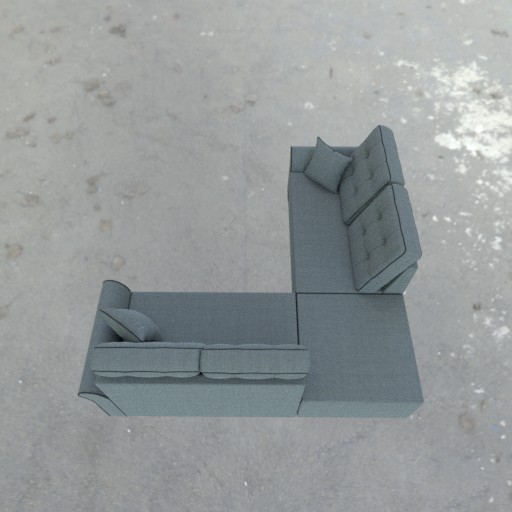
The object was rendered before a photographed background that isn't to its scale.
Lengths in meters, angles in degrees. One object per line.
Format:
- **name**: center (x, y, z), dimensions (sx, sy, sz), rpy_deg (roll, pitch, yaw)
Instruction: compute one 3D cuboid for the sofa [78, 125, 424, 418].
- **sofa**: center (0.000, 0.000, 3.216), dimensions (2.070, 0.988, 2.068), rpy_deg (0, 57, 0)
